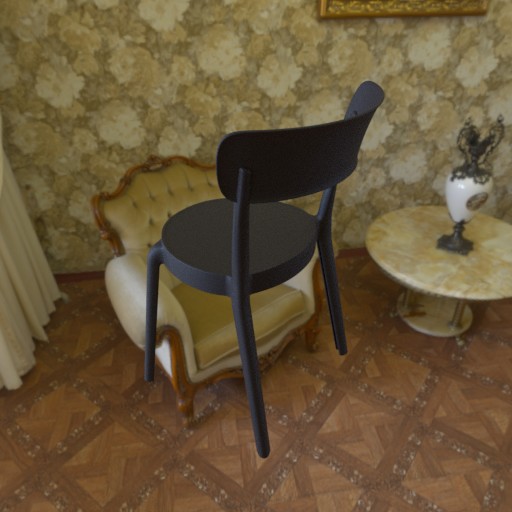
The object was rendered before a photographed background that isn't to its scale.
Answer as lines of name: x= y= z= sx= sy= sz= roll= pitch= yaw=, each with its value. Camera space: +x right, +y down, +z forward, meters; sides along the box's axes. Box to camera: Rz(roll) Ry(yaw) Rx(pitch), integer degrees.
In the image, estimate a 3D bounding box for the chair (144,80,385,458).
chair: x=0.000 y=0.000 z=1.109 sx=0.491 sy=0.790 sz=0.506 roll=21 pitch=38 yaw=30
